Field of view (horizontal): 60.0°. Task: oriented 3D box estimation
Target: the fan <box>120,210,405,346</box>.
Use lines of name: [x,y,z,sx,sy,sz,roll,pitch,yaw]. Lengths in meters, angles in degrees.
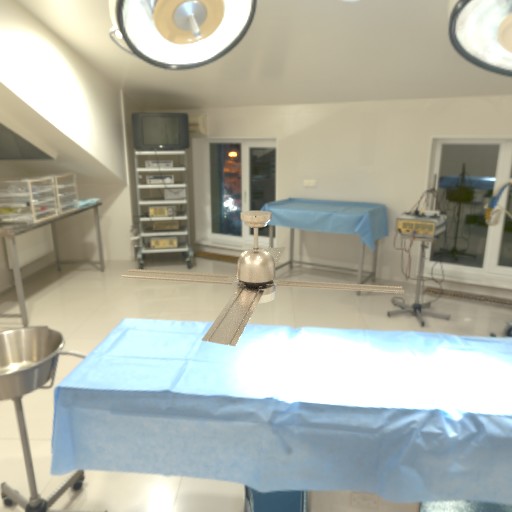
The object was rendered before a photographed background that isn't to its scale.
fan: [0.000,0.000,2.081,1.346,0.406,1.346,2,15,9]
